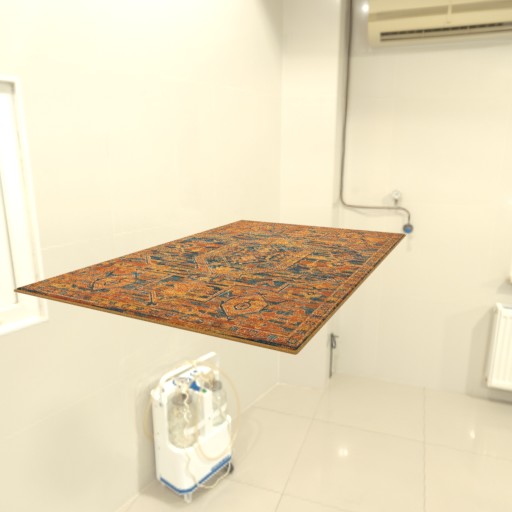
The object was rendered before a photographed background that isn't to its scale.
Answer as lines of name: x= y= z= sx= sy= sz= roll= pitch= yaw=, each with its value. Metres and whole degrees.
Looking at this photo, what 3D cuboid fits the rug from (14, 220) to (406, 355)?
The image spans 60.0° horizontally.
rug: x=0.000 y=0.000 z=1.060 sx=0.557 sy=0.008 sz=0.863 roll=7 pitch=16 yaw=26
